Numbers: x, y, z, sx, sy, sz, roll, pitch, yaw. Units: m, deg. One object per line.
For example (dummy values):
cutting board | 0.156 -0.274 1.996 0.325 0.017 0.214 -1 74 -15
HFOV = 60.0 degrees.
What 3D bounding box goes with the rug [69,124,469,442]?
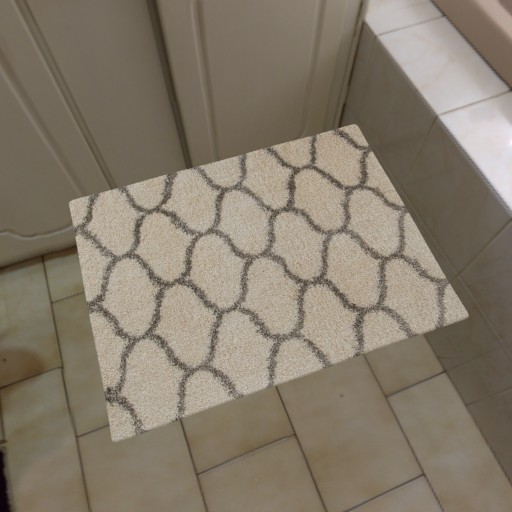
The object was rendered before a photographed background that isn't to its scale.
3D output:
rug | 0.000 0.000 2.113 1.600 0.025 1.200 -17 64 -8
